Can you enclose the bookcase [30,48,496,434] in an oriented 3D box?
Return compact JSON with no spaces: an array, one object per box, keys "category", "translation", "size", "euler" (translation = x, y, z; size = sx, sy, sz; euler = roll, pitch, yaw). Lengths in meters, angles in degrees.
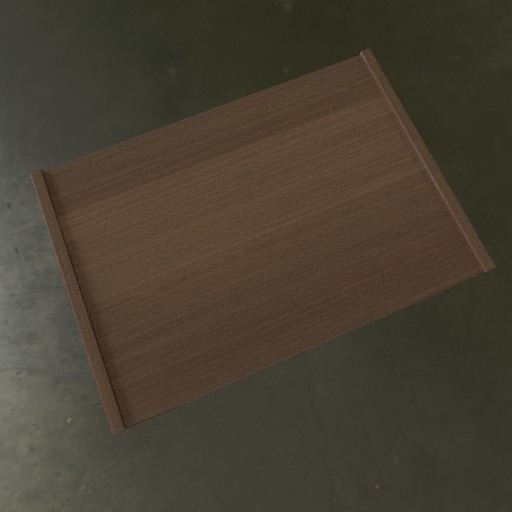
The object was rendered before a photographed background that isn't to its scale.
[{"category":"bookcase","translation":[0.000,0.000,0.618],"size":[0.415,0.305,0.290],"euler":[-22,76,-6]}]
